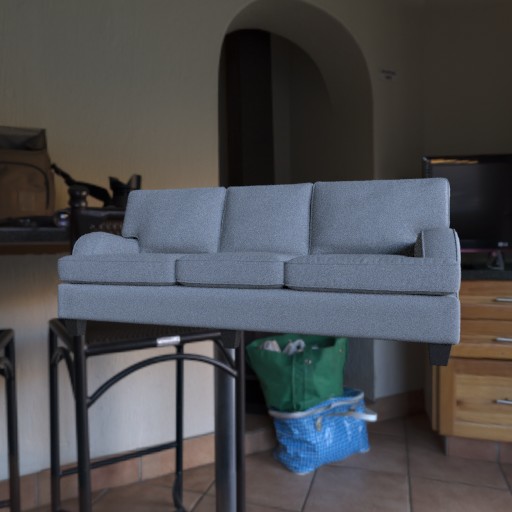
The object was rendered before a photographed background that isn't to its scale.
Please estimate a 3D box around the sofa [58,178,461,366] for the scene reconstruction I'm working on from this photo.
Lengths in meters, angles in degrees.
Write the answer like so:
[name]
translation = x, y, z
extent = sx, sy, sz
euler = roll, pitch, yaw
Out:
[sofa]
translation = 0.000, 0.000, 2.826
extent = 2.323, 0.997, 1.016
euler = 0, 1, 19
